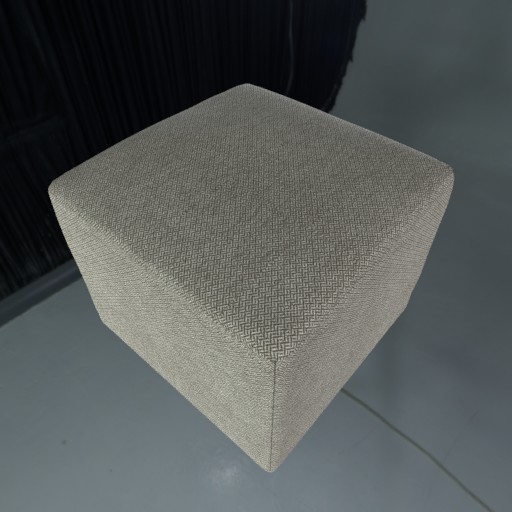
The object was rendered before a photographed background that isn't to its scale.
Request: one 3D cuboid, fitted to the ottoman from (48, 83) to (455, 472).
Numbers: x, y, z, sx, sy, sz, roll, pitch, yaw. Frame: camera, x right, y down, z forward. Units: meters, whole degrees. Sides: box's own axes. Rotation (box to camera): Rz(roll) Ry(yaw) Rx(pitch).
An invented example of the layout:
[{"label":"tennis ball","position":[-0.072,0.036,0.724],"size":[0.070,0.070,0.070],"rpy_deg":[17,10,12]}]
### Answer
[{"label":"ottoman","position":[0.000,0.000,0.891],"size":[0.519,0.453,0.512],"rpy_deg":[32,55,27]}]
